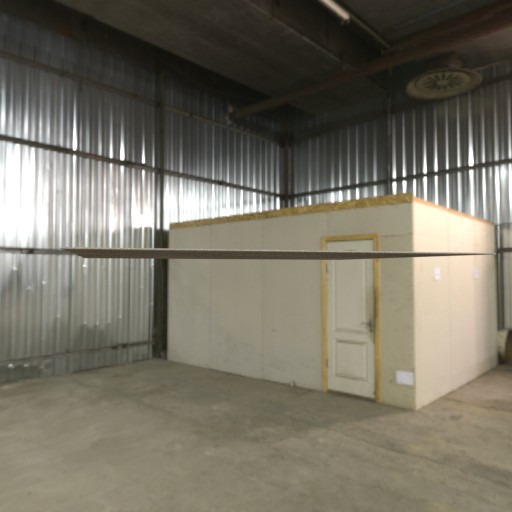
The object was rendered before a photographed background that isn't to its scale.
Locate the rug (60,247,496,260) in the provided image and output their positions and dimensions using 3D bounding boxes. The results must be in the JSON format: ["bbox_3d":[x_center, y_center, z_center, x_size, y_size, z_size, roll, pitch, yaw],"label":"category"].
[{"bbox_3d":[0.000,0.000,3.940,2.980,0.012,2.363,1,-2,-18],"label":"rug"}]
